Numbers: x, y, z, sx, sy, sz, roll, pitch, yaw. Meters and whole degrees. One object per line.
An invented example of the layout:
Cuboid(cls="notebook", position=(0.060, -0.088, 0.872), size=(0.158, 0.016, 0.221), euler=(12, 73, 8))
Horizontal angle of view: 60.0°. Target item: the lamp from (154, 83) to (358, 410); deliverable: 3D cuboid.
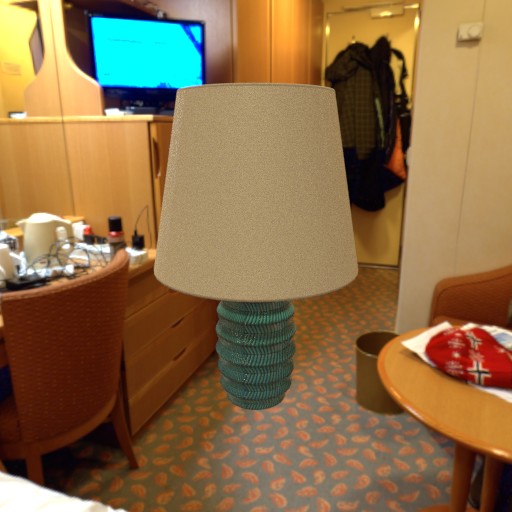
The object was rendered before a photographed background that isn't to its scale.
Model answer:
Cuboid(cls="lamp", position=(0.000, 0.000, 0.561), size=(0.254, 0.392, 0.254), euler=(0, 15, 0))
